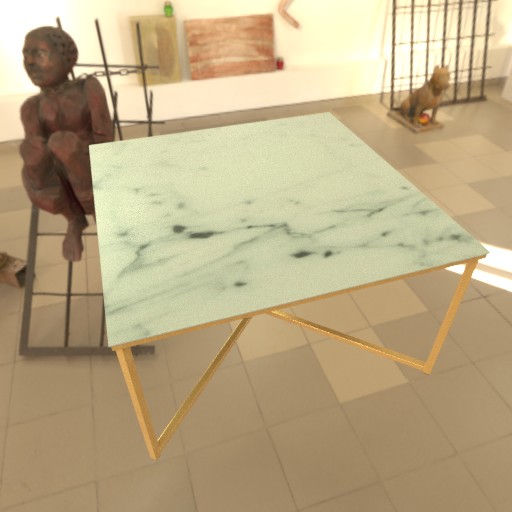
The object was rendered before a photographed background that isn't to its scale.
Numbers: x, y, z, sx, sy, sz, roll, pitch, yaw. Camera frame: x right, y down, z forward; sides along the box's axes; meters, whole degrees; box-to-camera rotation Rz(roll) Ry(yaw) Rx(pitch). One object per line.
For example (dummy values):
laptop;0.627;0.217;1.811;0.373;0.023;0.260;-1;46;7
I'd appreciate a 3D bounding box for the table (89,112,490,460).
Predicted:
table;0.000;0.000;1.293;0.800;0.450;0.800;-12;42;-14
